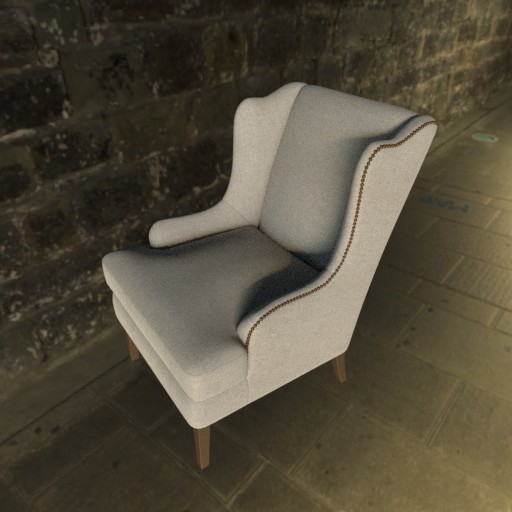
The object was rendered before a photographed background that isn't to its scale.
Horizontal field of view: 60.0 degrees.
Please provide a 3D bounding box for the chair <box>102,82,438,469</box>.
[{"bbox_3d":[0.000,0.000,1.618,0.940,1.029,0.737,-21,38,-29],"label":"chair"}]
